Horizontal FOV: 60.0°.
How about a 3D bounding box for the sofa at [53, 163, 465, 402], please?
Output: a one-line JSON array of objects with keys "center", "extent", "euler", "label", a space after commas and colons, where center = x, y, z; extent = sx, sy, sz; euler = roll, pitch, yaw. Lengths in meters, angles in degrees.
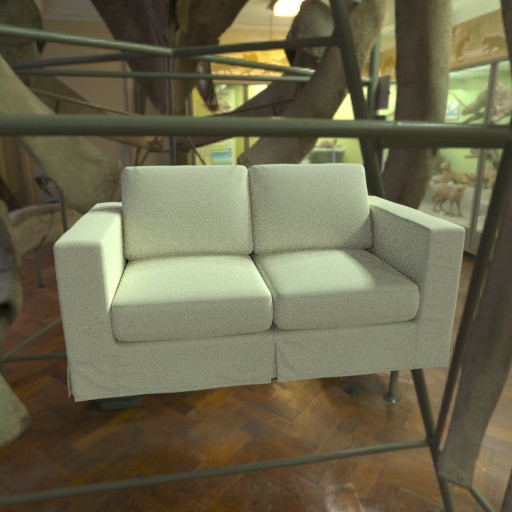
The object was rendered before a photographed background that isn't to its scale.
[{"center": [0.000, 0.000, 2.392], "extent": [1.813, 0.932, 1.009], "euler": [-3, 16, -9], "label": "sofa"}]
